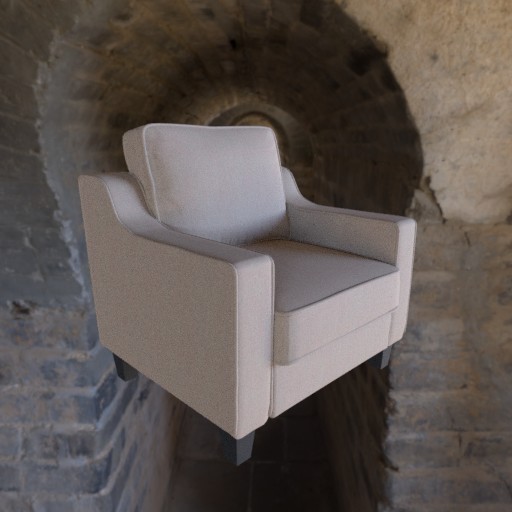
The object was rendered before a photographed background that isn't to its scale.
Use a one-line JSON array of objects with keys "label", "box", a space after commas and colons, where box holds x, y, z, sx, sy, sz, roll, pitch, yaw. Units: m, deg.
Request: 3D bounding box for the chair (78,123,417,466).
[{"label": "chair", "box": [0.000, 0.000, 1.653, 0.922, 0.948, 0.882, -14, 20, -43]}]
